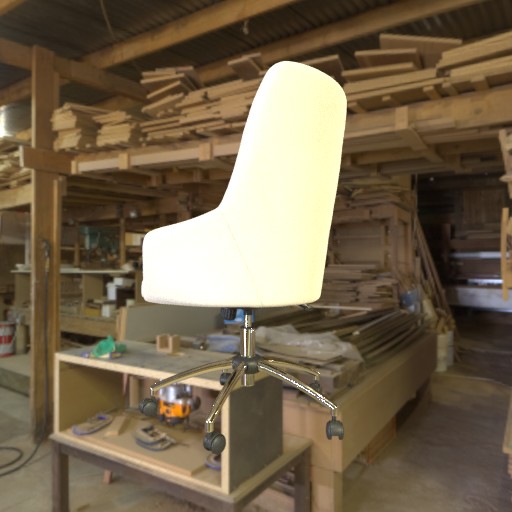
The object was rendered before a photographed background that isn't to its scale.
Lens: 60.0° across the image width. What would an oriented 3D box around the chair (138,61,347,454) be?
[{"bbox_3d":[0.000,0.000,1.452,0.640,1.049,0.620,0,0,36],"label":"chair"}]
